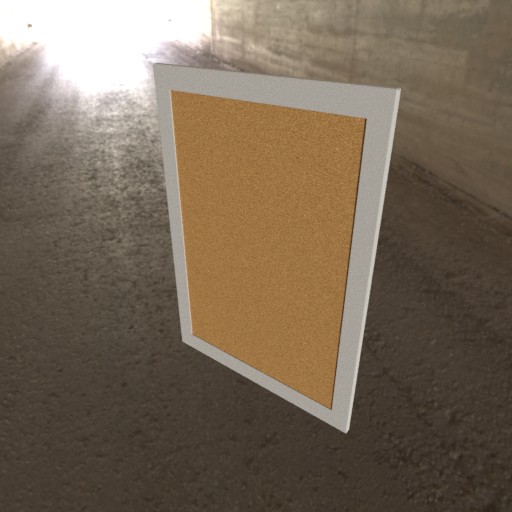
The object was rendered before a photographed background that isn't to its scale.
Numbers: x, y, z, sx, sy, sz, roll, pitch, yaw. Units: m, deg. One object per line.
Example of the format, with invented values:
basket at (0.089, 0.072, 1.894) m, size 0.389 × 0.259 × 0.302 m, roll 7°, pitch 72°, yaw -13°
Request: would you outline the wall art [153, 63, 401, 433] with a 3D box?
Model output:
wall art at (0.000, 0.000, 0.689) m, size 0.374 × 0.529 × 0.012 m, roll 20°, pitch 35°, yaw 32°
